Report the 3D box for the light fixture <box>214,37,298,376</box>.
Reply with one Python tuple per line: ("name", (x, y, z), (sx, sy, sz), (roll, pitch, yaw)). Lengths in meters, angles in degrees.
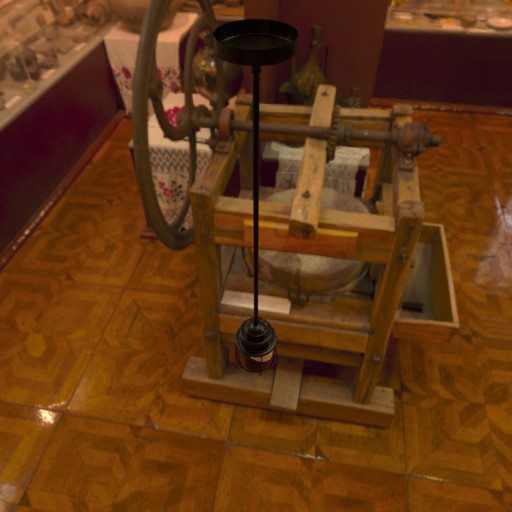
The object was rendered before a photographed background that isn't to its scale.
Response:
("light fixture", (0.000, 0.000, 0.970), (0.123, 0.920, 0.123), (9, 46, 8))
